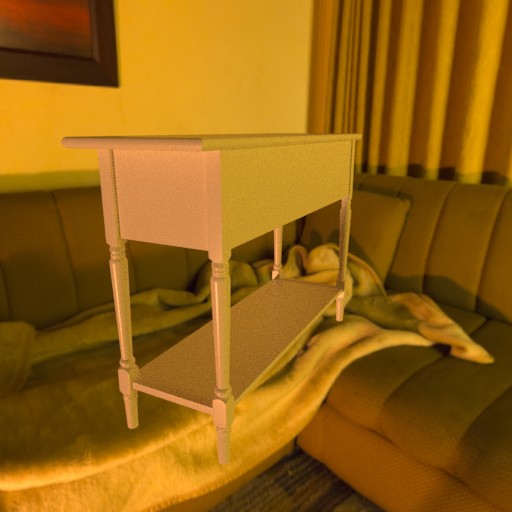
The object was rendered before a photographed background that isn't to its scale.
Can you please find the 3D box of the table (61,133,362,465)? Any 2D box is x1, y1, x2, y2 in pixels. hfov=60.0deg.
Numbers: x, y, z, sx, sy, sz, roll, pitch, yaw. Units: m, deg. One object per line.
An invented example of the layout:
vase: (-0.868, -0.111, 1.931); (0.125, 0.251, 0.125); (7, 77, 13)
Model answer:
table: (0.000, 0.000, 1.542); (0.386, 0.814, 1.191); (8, 18, 26)
